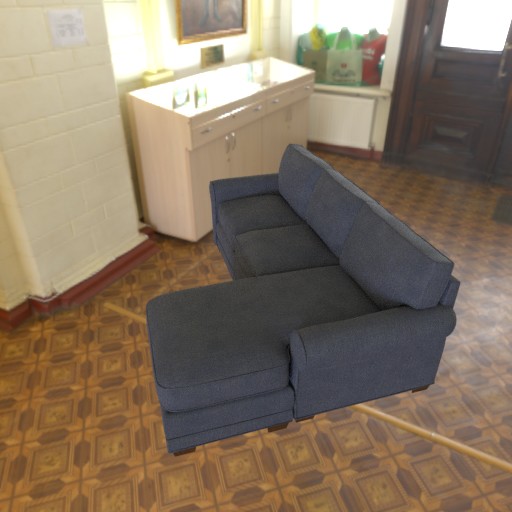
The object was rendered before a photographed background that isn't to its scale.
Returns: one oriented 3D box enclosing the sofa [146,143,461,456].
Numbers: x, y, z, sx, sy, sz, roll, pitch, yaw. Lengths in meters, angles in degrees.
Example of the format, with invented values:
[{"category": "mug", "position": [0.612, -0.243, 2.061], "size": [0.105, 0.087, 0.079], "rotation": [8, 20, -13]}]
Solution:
[{"category": "sofa", "position": [0.000, 0.000, 3.467], "size": [1.780, 1.063, 2.567], "rotation": [-9, 32, -14]}]
